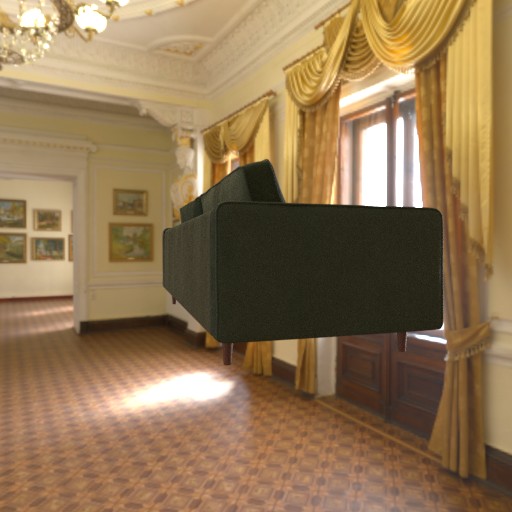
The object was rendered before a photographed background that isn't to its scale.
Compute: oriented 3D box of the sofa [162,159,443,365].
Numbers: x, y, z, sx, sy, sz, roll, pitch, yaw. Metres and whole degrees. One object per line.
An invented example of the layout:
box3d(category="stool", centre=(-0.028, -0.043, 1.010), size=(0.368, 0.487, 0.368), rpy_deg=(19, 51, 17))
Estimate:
box3d(category="sofa", centre=(0.000, 0.000, 2.631), size=(0.918, 0.769, 2.199), rpy_deg=(0, 1, -16))
